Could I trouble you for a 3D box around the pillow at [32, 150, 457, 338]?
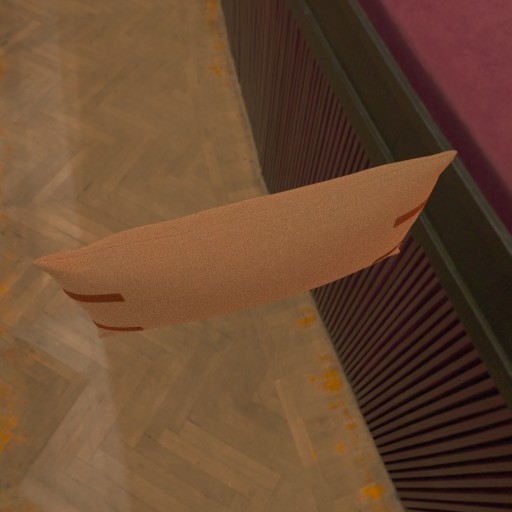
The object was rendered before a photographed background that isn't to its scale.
[{"bbox_3d":[0.000,0.000,0.730,0.612,0.308,0.148,-15,64,-8],"label":"pillow"}]
